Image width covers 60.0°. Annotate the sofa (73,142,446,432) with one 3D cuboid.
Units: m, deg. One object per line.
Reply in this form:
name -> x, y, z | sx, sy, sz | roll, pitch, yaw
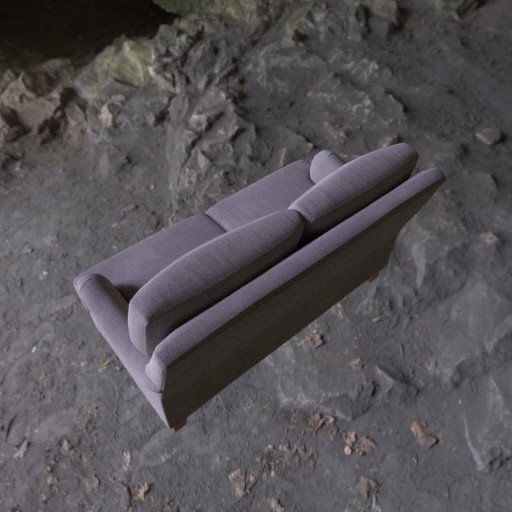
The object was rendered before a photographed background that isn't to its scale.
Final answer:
sofa -> 0.000, 0.000, 2.567 | 1.853, 1.101, 1.084 | -32, 54, -26
